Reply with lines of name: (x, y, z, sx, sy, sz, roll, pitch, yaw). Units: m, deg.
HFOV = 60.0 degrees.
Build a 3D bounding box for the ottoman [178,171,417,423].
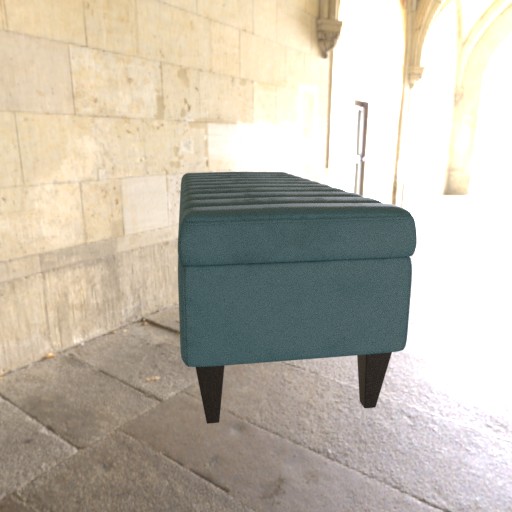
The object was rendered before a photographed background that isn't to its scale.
ottoman: (0.000, 0.000, 1.429, 0.482, 0.469, 1.151, -2, 15, -9)
